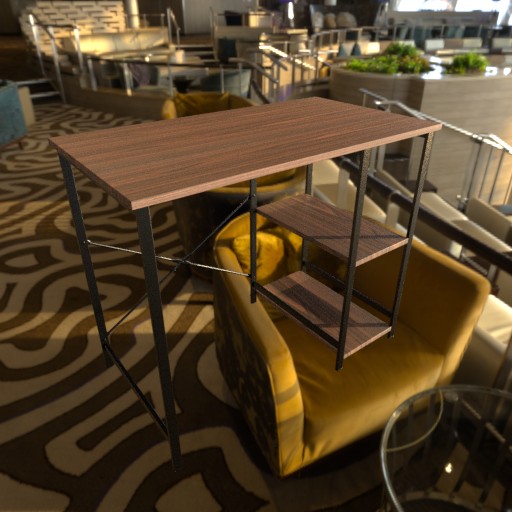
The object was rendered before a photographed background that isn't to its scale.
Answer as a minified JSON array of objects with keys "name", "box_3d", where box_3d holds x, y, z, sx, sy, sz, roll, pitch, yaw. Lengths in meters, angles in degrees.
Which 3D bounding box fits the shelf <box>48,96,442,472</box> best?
[{"name":"shelf","box_3d":[0.000,0.000,1.334,0.902,0.750,0.498,-21,36,-32]}]
